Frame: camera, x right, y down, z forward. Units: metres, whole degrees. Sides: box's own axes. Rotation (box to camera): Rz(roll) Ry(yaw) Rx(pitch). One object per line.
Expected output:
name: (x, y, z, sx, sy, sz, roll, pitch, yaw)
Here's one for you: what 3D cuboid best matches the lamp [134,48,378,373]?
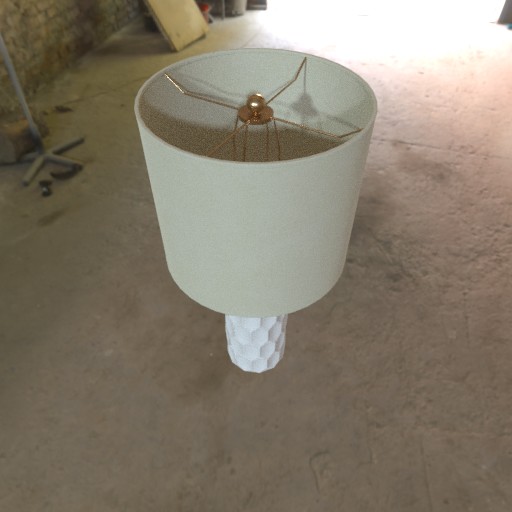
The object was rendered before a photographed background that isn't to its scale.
lamp: (0.000, 0.000, 0.706, 0.277, 0.537, 0.277, -16, 48, -15)
